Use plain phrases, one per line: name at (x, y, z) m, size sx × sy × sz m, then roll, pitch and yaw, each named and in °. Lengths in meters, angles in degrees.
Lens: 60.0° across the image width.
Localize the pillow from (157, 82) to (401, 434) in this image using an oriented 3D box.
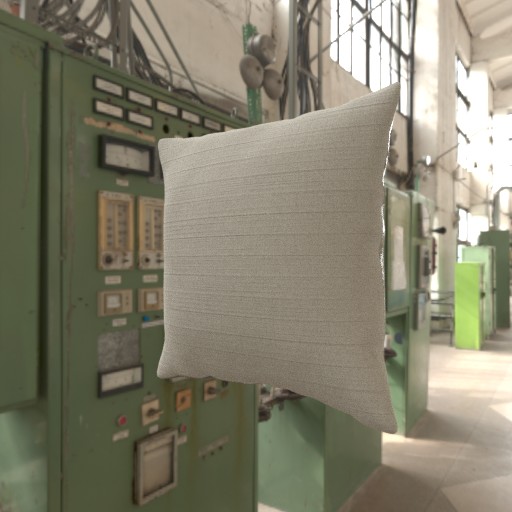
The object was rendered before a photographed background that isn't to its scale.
pillow at (0.000, 0.000, 0.720) m, size 0.470 × 0.464 × 0.175 m, roll -1°, pitch -1°, yaw 36°
